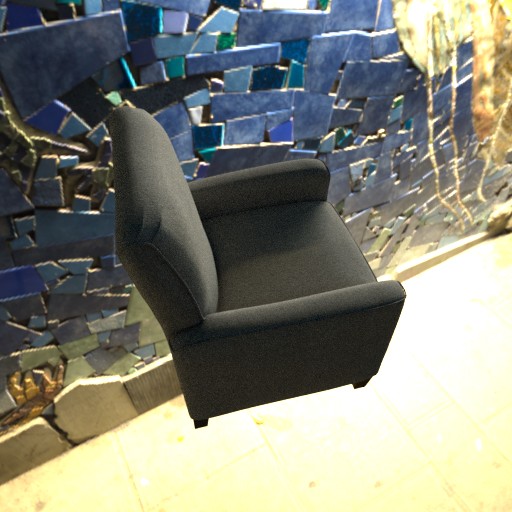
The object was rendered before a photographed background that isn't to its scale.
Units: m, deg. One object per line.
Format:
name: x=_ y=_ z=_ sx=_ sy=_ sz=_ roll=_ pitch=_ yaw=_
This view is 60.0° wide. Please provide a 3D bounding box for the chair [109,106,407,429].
chair: x=0.000 y=0.000 z=1.665 sx=0.858 sy=1.028 sz=0.841 roll=-11 pitch=47 yaw=-10
